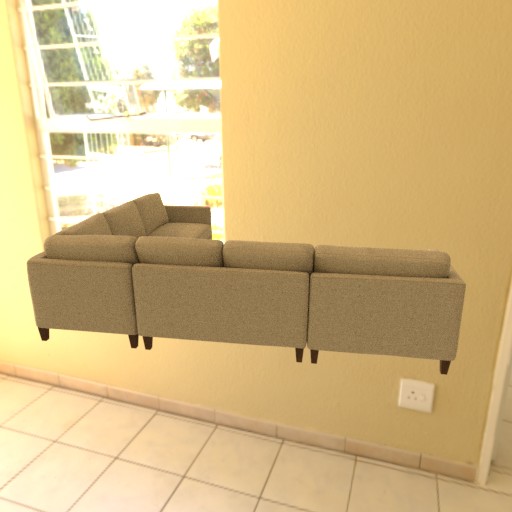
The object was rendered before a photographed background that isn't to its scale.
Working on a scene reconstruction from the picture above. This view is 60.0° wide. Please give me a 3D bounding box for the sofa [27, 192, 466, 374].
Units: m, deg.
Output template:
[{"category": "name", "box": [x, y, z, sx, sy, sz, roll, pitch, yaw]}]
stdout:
[{"category": "sofa", "box": [0.000, 0.000, 4.638, 3.460, 0.959, 2.593, 3, 17, 9]}]
